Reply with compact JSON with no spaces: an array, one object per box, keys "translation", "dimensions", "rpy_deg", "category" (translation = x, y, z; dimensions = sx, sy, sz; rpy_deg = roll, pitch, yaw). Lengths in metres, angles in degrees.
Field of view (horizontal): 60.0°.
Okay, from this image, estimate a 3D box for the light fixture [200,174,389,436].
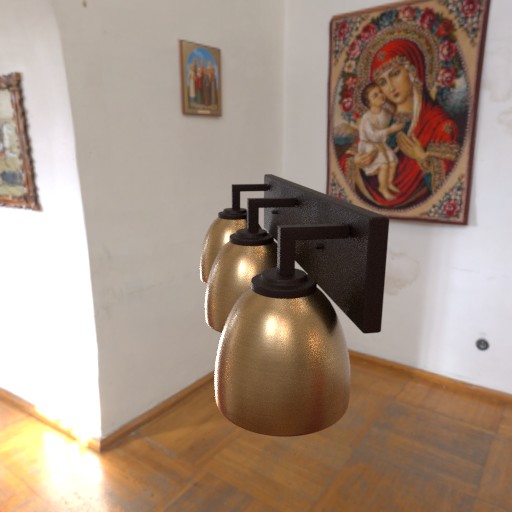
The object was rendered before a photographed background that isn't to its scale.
[{"translation":[0.000,0.000,0.668],"dimensions":[0.157,0.204,0.582],"rpy_deg":[-2,15,-9],"category":"light fixture"}]
